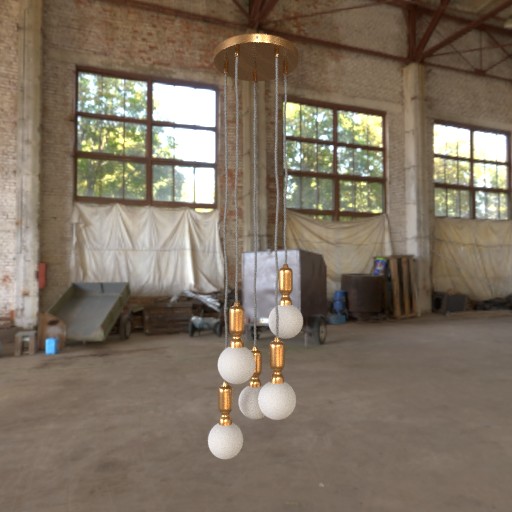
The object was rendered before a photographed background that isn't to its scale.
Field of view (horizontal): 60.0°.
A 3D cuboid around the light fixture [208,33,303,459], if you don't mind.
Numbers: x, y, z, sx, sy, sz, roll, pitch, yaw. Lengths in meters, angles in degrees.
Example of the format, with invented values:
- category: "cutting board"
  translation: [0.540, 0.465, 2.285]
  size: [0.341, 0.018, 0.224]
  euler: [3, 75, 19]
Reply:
- category: "light fixture"
  translation: [0.000, 0.000, 0.502]
  size: [0.108, 0.457, 0.105]
  euler: [0, -2, -2]
